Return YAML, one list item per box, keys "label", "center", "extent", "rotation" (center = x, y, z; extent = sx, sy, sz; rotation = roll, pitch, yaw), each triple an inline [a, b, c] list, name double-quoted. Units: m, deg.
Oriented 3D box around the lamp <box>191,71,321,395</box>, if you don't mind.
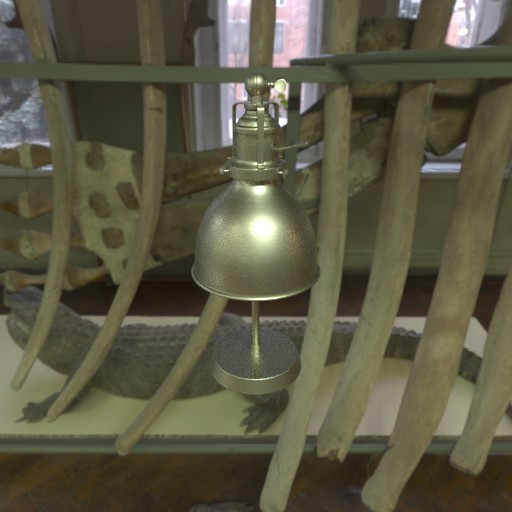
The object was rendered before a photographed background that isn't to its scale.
- label: "lamp"
  center: [0.000, 0.000, 0.587]
  extent: [0.153, 0.456, 0.286]
  rotation: [0, 25, 0]
